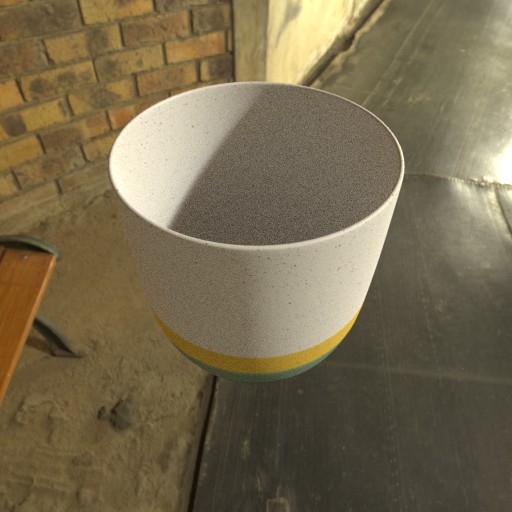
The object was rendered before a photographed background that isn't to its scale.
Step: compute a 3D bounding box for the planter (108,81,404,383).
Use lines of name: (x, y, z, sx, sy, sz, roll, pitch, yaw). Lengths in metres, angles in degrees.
planter: (0.000, 0.000, 0.374, 0.195, 0.214, 0.195, 0, 46, 0)
